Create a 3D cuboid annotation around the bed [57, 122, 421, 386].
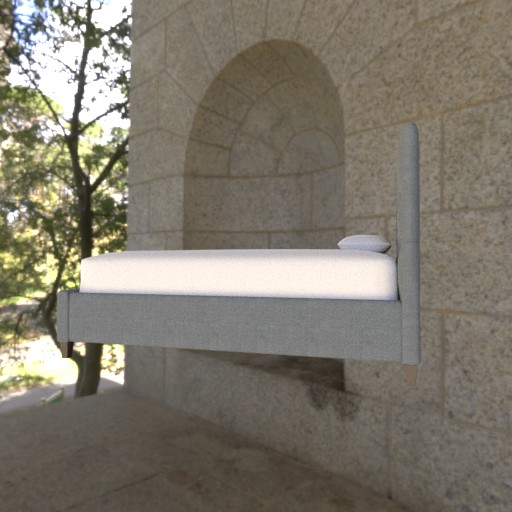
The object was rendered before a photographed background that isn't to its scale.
[{"bbox_3d":[0.000,0.000,3.483,2.335,1.411,1.698,0,-1,17],"label":"bed"}]
